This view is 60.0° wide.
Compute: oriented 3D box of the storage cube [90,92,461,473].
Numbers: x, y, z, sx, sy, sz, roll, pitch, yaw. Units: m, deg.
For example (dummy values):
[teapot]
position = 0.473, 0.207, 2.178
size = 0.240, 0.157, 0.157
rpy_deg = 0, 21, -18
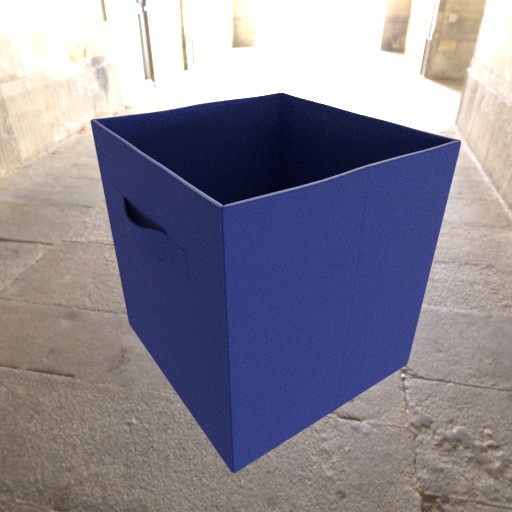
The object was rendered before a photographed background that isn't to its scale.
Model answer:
[storage cube]
position = 0.000, 0.000, 0.496
size = 0.270, 0.280, 0.270
rpy_deg = -20, 36, -29
